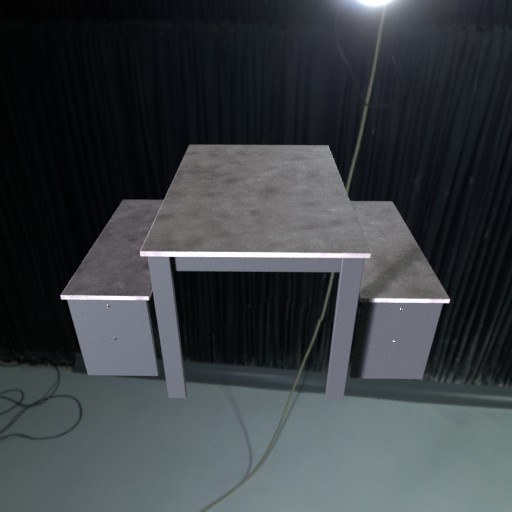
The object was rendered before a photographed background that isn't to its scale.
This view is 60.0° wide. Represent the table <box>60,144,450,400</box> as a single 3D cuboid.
[{"bbox_3d":[0.000,0.000,2.051,1.443,0.700,1.100,0,31,1],"label":"table"}]
